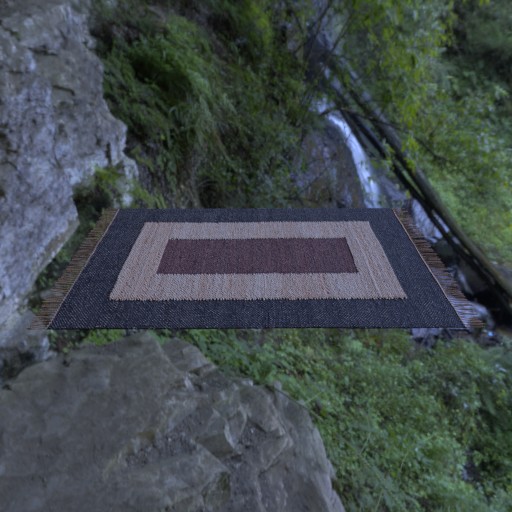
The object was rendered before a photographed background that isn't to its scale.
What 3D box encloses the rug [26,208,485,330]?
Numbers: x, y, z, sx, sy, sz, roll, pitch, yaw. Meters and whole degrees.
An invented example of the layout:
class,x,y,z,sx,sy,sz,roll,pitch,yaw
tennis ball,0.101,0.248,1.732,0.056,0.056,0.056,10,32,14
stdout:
class,x,y,z,sx,sy,sz,roll,pitch,yaw
rug,0.000,0.000,2.446,2.021,0.027,1.224,0,31,0
